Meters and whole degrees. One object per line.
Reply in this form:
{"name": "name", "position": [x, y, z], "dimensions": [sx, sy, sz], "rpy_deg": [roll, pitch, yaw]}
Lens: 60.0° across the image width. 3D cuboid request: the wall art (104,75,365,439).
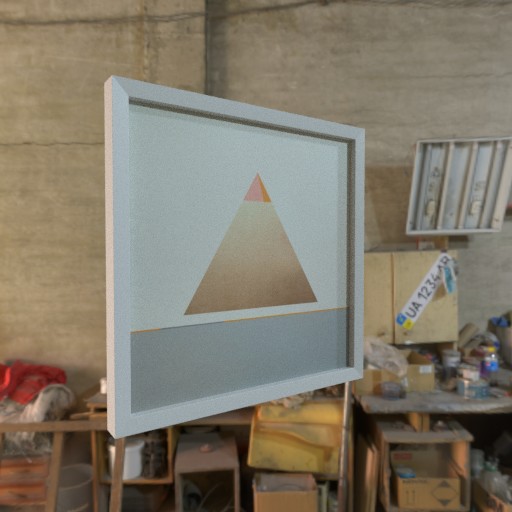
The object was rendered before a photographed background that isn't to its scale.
{"name": "wall art", "position": [0.000, 0.000, 1.974], "dimensions": [1.289, 1.291, 0.098], "rpy_deg": [-1, 2, -34]}
